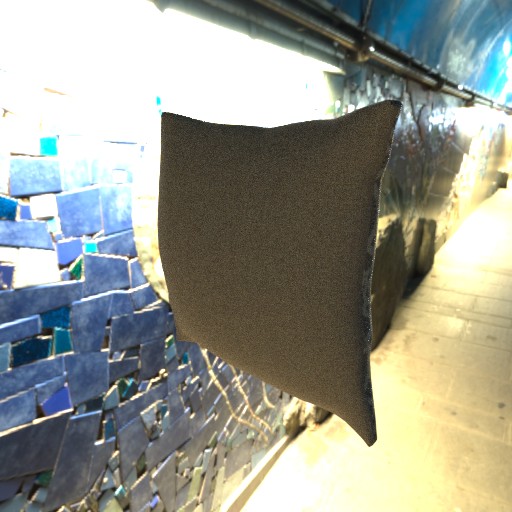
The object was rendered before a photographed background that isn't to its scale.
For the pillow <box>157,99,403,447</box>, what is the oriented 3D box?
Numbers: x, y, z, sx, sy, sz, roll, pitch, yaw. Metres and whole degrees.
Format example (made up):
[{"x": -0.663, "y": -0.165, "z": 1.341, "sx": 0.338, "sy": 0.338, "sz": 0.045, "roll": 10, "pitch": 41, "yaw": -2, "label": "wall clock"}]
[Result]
[{"x": 0.000, "y": 0.000, "z": 0.777, "sx": 0.508, "sy": 0.498, "sz": 0.215, "roll": 15, "pitch": 21, "yaw": 43, "label": "pillow"}]
